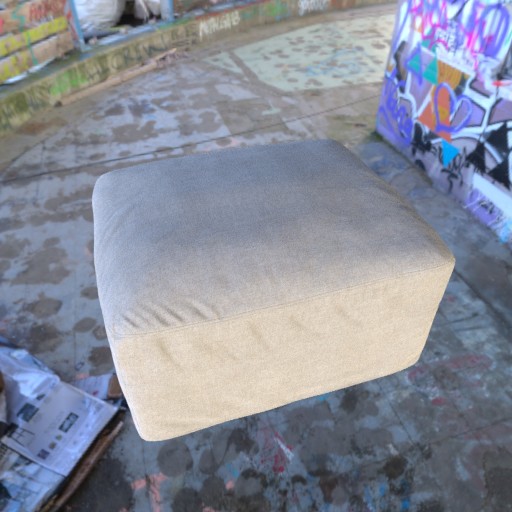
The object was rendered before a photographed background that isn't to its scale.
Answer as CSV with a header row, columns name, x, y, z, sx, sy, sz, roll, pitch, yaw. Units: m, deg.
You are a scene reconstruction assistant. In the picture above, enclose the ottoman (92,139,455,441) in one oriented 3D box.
name,x,y,z,sx,sy,sz,roll,pitch,yaw
ottoman,0.000,0.000,1.260,0.837,0.481,0.683,-12,42,-13
